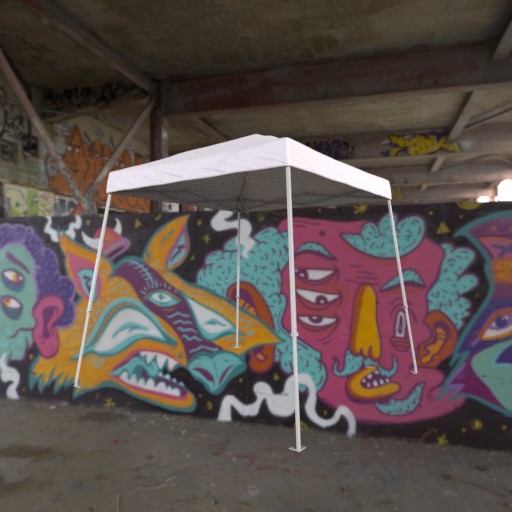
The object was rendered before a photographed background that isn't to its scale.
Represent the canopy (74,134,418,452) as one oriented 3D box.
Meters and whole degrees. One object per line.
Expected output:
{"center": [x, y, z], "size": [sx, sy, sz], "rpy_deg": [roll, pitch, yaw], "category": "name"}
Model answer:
{"center": [0.000, 0.000, 5.164], "size": [2.850, 2.850, 2.849], "rpy_deg": [-1, -1, 36], "category": "canopy"}
